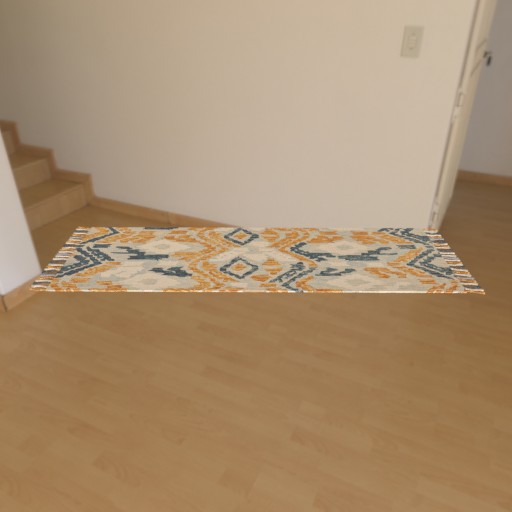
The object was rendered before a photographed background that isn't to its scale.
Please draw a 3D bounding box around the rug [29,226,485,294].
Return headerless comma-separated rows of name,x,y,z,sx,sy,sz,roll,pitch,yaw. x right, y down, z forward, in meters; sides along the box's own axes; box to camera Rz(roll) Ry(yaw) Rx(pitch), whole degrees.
rug,0.000,0.000,2.684,2.437,0.010,0.783,0,30,0
